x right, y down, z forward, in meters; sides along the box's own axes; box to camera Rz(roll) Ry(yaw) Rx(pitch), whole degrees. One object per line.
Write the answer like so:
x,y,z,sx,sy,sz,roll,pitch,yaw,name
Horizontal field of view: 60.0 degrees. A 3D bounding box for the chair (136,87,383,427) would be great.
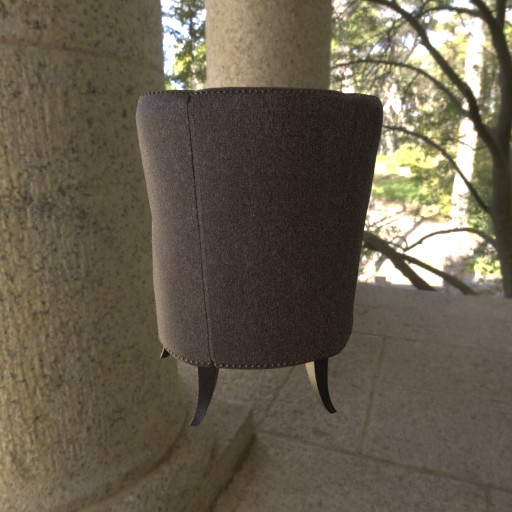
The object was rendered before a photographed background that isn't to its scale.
0.000,0.000,1.588,0.759,1.060,0.758,-2,14,-9,chair
